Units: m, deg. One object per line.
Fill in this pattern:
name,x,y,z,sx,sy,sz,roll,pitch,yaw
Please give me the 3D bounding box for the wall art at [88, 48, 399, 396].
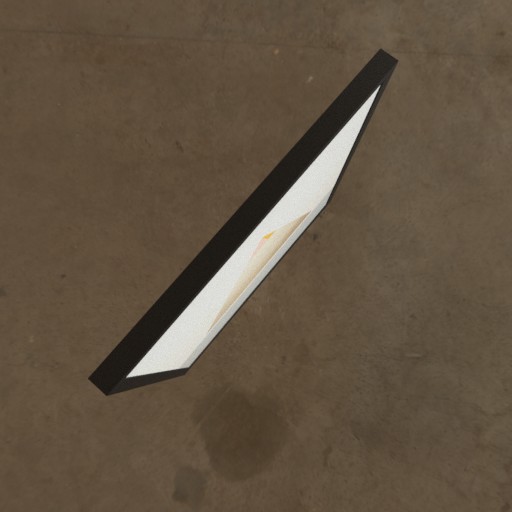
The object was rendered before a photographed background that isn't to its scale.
wall art,0.000,0.000,0.751,0.028,0.511,0.513,39,80,8
